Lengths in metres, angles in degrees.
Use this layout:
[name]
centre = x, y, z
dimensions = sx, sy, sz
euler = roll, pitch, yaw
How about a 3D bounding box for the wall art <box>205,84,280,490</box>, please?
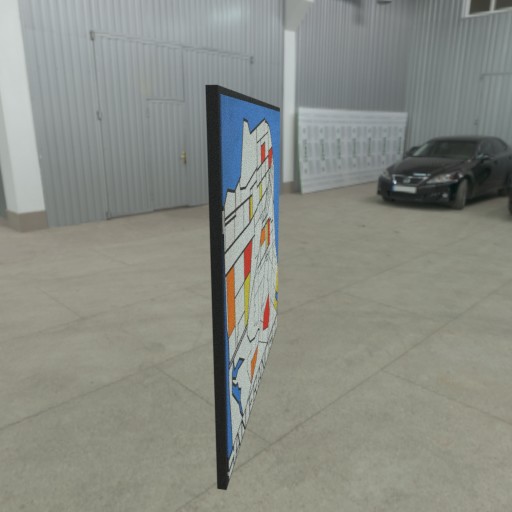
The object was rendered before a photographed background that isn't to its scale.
[wall art]
centre = 0.000, 0.000, 0.689
dimensions = 0.013, 0.457, 0.458
euler = 3, 16, 10
